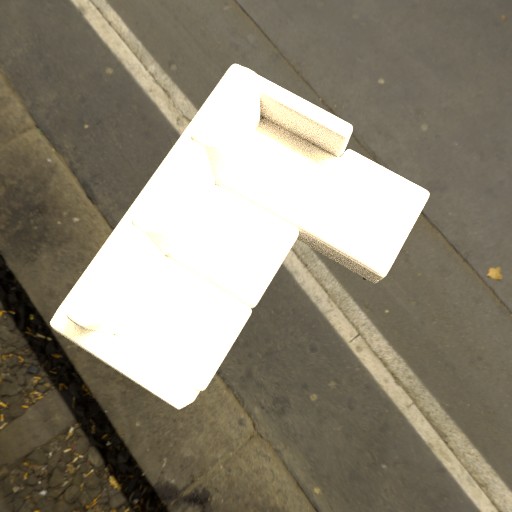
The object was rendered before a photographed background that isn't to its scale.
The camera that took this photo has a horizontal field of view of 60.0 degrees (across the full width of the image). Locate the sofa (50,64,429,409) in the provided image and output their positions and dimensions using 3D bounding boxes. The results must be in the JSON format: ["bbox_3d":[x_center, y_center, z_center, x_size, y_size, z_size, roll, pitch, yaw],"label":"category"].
[{"bbox_3d":[0.000,0.000,2.855,1.580,0.899,2.029,30,78,7],"label":"sofa"}]
